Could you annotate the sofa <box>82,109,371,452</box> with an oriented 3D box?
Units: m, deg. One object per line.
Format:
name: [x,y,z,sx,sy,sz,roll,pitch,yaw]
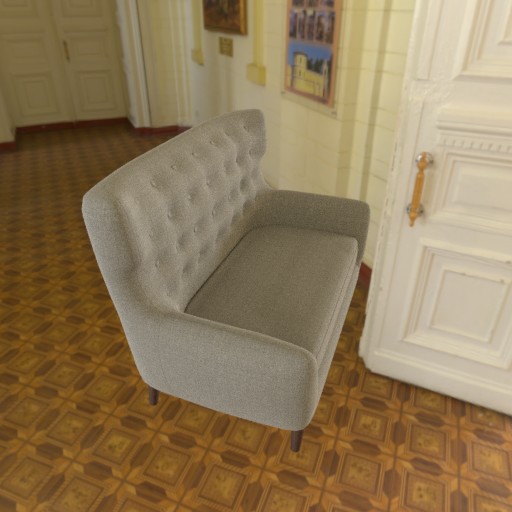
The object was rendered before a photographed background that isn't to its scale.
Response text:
sofa: [0.000,0.000,2.066,0.884,1.028,1.386,11,33,17]
